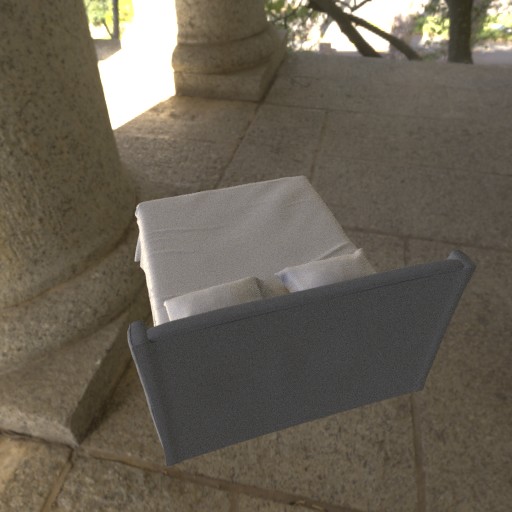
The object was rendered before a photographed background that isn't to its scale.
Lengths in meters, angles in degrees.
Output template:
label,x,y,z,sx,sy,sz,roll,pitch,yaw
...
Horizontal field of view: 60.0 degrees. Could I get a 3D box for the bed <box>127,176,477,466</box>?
label,x,y,z,sx,sy,sz,roll,pitch,yaw
bed,0.000,0.000,3.482,1.925,1.332,2.276,-11,43,-13
